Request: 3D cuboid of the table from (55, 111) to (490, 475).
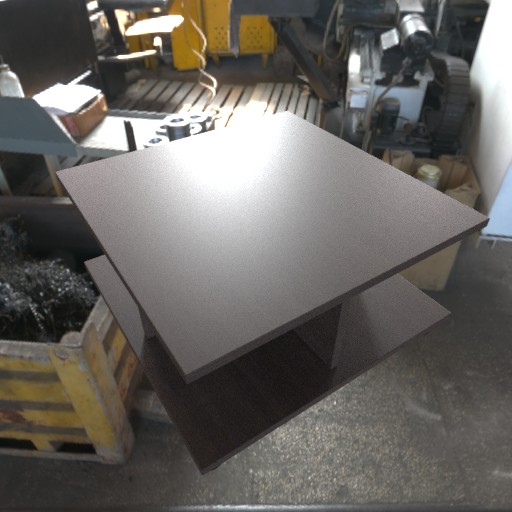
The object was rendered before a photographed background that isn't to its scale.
[{"bbox_3d":[0.000,0.000,1.206,0.762,0.396,0.762,-23,45,-25],"label":"table"}]
